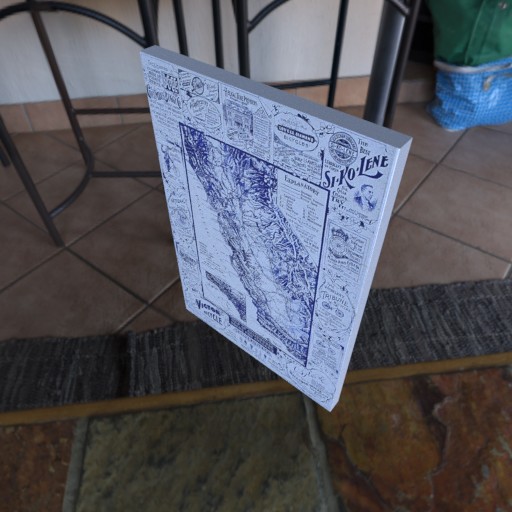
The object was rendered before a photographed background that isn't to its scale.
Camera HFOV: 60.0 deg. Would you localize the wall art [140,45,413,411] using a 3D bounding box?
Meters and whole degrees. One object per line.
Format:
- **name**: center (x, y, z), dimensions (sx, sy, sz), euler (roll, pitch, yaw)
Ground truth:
- **wall art**: center (0.000, 0.000, 0.963), dimensions (0.511, 0.753, 0.039), euler (30, 53, 26)
